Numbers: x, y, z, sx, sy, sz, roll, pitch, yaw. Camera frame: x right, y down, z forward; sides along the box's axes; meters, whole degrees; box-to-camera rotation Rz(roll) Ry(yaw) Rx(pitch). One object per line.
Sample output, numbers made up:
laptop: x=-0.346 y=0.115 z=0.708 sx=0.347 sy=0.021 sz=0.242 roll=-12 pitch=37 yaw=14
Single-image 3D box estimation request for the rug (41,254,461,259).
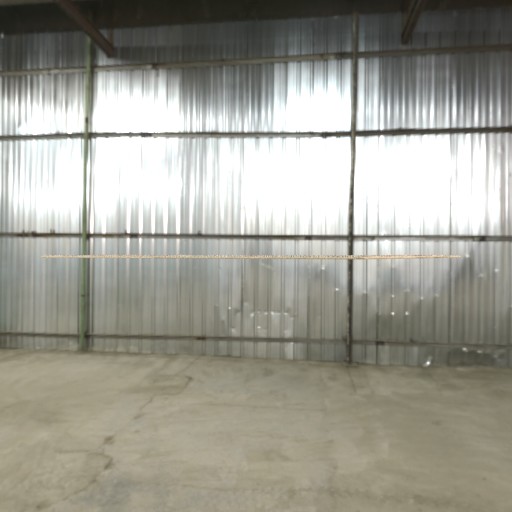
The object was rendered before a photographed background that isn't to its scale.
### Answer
rug: x=0.000 y=0.000 z=4.102 sx=3.052 sy=0.030 sz=2.429 roll=0 pitch=0 yaw=36
